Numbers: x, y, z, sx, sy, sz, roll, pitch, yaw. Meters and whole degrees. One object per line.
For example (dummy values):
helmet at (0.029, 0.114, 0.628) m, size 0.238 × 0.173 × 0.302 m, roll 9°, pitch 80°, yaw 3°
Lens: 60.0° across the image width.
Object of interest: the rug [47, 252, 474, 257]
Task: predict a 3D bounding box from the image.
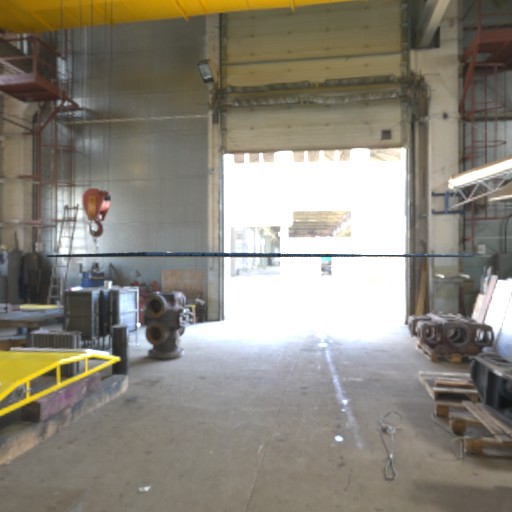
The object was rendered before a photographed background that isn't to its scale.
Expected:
rug at (0.000, 0.000, 3.790) m, size 2.881 × 0.020 × 2.270 m, roll 0°, pitch 0°, yaw -36°
